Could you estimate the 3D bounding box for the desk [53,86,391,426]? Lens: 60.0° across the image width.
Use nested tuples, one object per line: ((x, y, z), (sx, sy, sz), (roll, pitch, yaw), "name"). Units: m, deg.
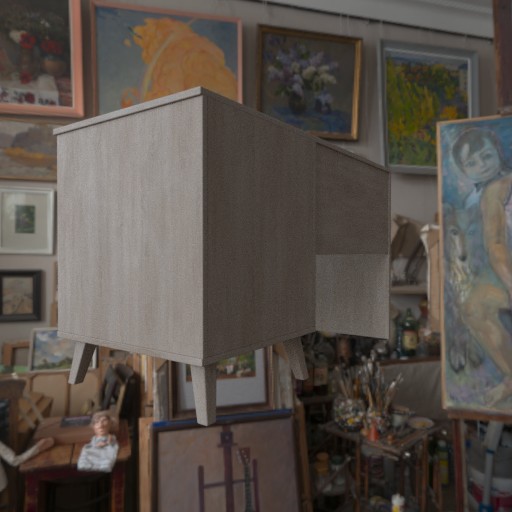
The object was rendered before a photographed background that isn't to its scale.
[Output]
((0.000, 0.000, 1.667), (0.600, 0.770, 1.251), (1, 1, 36), "desk")
